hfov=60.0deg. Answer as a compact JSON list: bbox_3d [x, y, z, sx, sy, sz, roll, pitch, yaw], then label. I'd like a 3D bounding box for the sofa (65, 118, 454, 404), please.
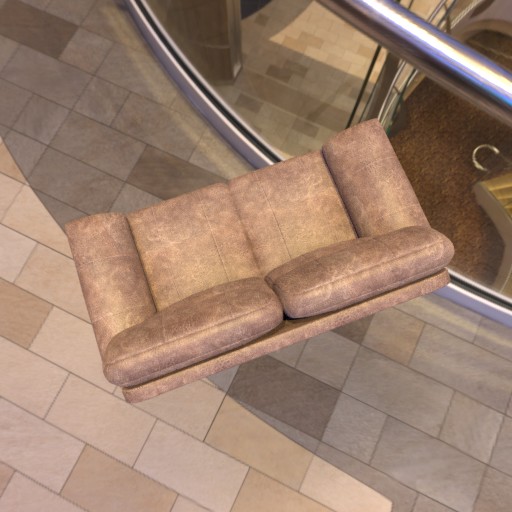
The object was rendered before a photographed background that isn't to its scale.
[{"bbox_3d":[0.000,0.000,2.330,1.753,0.991,0.991,-20,77,-5],"label":"sofa"}]
